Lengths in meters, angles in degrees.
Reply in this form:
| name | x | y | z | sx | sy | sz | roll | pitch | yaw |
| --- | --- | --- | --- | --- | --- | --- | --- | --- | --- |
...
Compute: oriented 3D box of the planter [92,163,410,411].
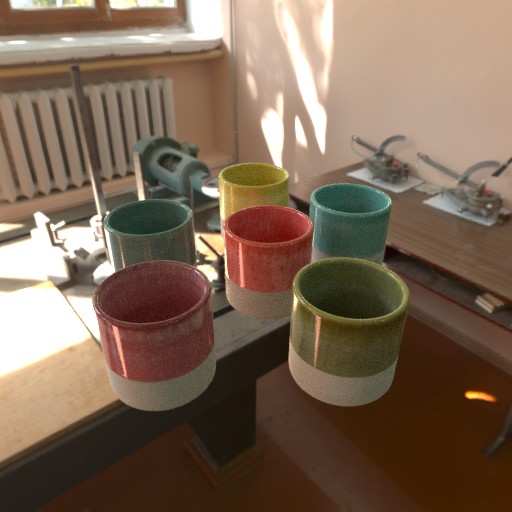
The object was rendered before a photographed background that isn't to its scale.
| name | x | y | z | sx | sy | sz | roll | pitch | yaw |
| --- | --- | --- | --- | --- | --- | --- | --- | --- | --- |
| planter | 0.000 | 0.000 | 0.394 | 0.257 | 0.075 | 0.286 | -2 | 31 | -3 |
